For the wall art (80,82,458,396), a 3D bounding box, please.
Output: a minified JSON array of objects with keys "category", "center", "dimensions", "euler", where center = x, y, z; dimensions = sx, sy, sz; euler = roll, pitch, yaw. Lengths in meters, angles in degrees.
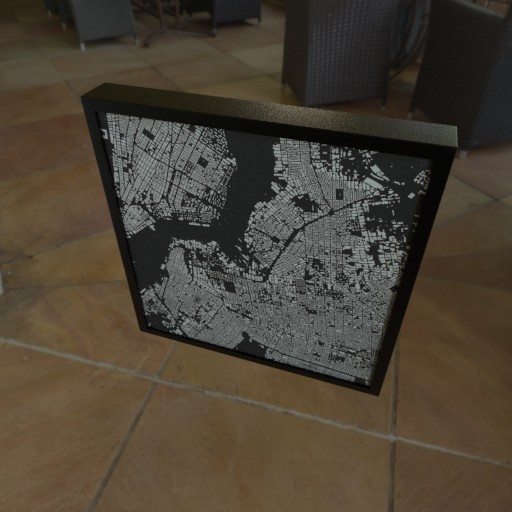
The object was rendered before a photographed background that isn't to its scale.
[{"category":"wall art","center":[0.000,0.000,0.445],"dimensions":[0.299,0.299,0.037],"euler":[12,41,14]}]
